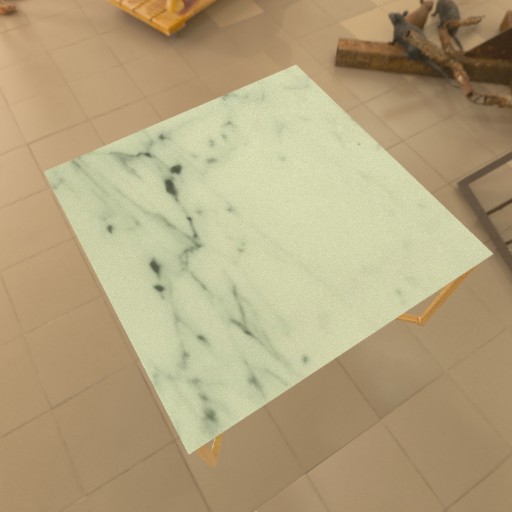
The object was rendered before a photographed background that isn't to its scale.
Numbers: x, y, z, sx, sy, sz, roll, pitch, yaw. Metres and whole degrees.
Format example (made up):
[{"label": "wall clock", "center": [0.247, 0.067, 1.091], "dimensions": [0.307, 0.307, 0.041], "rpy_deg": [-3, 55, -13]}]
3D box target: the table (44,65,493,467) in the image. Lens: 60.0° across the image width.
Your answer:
[{"label": "table", "center": [0.000, 0.000, 1.286], "dimensions": [0.800, 0.450, 0.800], "rpy_deg": [-29, 64, -15]}]
